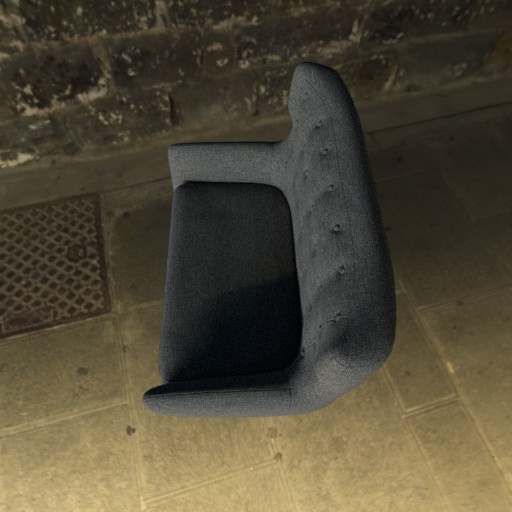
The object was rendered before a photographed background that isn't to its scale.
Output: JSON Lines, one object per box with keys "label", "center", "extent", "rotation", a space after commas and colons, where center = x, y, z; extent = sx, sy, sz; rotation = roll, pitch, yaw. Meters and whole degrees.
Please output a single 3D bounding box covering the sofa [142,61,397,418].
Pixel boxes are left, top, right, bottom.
{"label": "sofa", "center": [0.000, 0.000, 1.975], "extent": [0.874, 1.028, 1.358], "rotation": [-1, 58, -1]}
